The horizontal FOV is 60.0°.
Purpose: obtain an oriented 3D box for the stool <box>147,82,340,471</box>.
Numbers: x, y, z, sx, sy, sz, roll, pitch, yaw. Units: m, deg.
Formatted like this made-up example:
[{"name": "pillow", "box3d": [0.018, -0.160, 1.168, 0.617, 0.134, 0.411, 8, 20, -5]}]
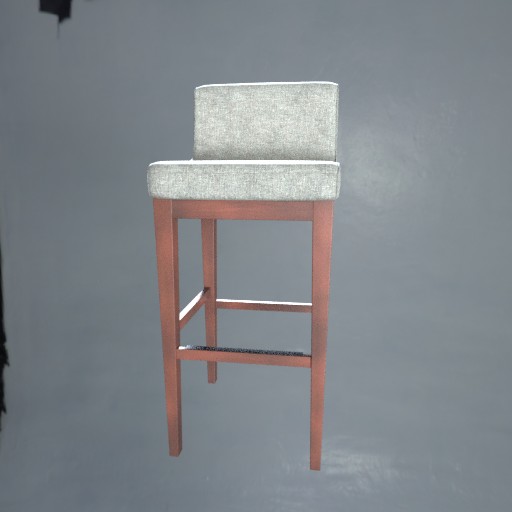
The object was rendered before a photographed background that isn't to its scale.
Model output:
[{"name": "stool", "box3d": [0.000, 0.000, 1.218, 0.426, 0.965, 0.499, 2, 12, 8]}]
